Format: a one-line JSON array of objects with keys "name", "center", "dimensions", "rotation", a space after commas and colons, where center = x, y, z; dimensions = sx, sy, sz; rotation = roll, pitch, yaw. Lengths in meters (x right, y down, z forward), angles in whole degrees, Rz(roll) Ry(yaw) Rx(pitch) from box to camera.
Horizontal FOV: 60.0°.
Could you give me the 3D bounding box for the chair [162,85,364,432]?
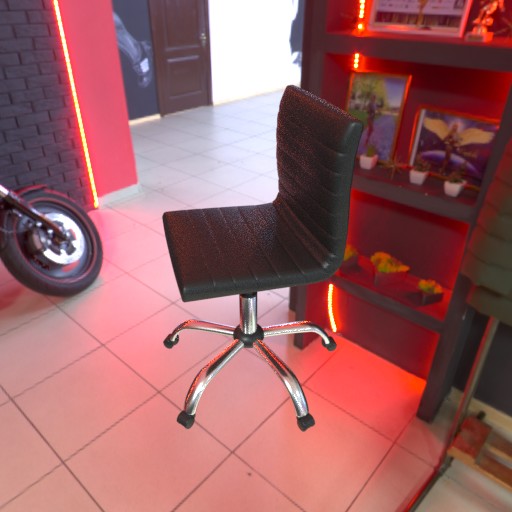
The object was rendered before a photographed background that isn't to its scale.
[{"name": "chair", "center": [0.000, 0.000, 1.163], "dimensions": [0.530, 0.780, 0.556], "rotation": [-9, 32, -14]}]
